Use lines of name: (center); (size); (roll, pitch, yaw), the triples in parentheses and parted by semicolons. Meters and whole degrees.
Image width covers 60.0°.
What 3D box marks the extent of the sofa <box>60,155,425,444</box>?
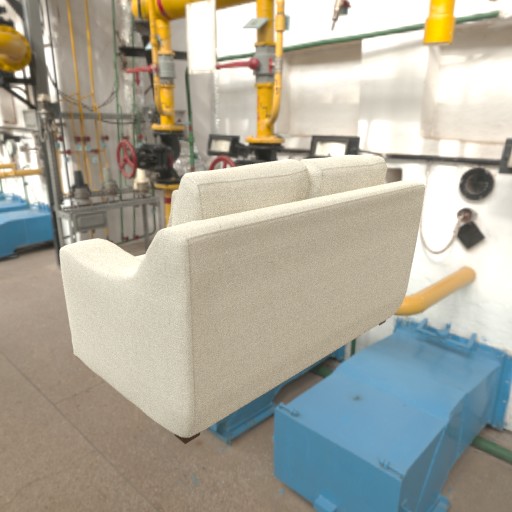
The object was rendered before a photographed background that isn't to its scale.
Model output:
sofa: (0.000, 0.000, 2.368); (1.040, 1.047, 1.744); (16, 23, 42)
